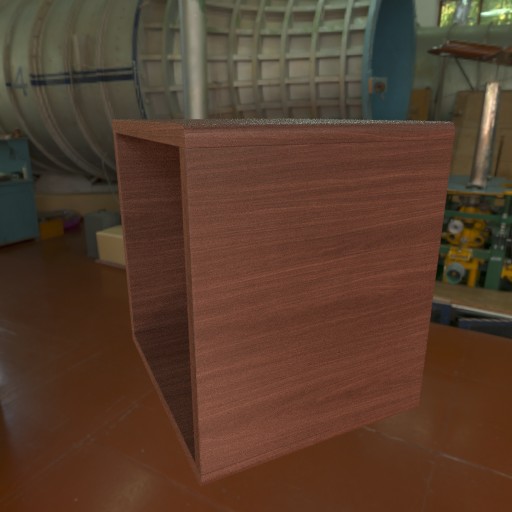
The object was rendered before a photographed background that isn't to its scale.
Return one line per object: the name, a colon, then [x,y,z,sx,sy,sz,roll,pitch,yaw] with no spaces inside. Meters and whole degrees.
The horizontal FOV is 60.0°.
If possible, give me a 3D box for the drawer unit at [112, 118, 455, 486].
drawer unit: [0.000,0.000,0.600,0.290,0.351,0.349,-8,20,-25]
